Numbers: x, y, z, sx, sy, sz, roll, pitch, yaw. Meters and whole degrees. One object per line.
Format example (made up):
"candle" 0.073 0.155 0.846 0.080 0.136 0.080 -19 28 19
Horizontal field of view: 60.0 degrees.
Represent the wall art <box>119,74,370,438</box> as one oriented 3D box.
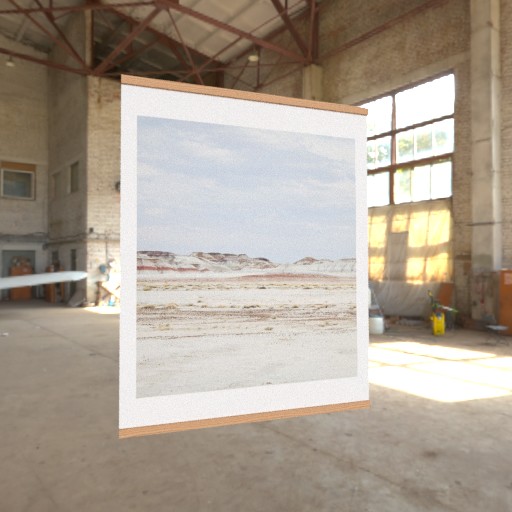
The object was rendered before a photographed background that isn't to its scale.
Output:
"wall art" 0.000 0.000 0.688 0.404 0.507 0.010 0 -1 -19
